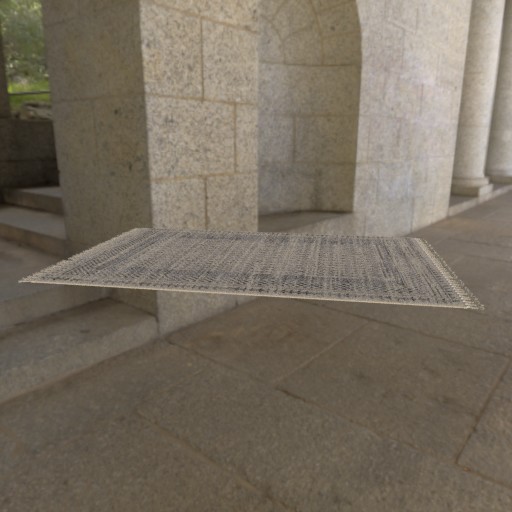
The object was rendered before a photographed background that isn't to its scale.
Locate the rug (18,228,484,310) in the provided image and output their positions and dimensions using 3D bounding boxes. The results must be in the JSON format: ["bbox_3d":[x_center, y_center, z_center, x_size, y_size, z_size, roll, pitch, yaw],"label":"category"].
[{"bbox_3d":[0.000,0.000,3.021,2.486,0.013,1.548,3,15,10],"label":"rug"}]
